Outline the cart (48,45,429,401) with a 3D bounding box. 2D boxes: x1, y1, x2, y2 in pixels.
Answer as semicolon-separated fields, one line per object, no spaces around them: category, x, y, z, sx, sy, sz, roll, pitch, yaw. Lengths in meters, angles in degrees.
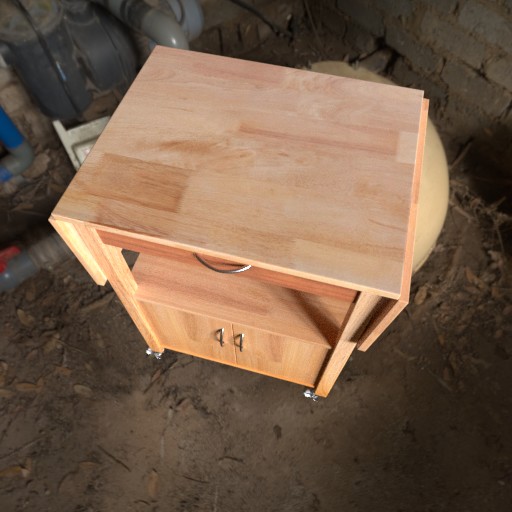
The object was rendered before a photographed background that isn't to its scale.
cart;0.000;0.000;1.218;0.640;0.838;0.508;13;60;8
